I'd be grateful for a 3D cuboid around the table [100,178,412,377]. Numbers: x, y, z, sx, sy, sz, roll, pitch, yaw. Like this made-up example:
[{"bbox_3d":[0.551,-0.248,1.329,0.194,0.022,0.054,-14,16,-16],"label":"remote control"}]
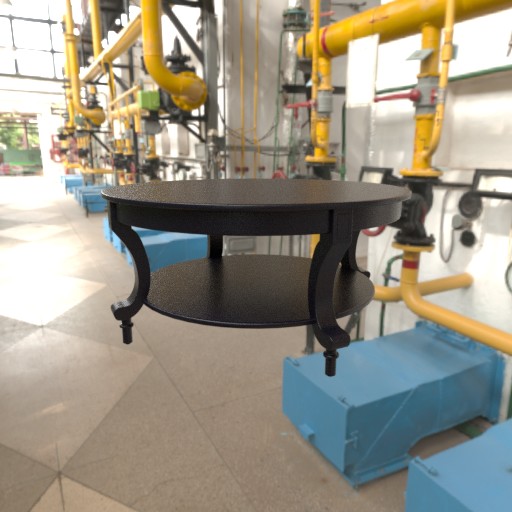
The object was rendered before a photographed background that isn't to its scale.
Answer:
[{"bbox_3d":[0.000,0.000,1.598,1.029,0.491,1.029,0,13,0],"label":"table"}]
